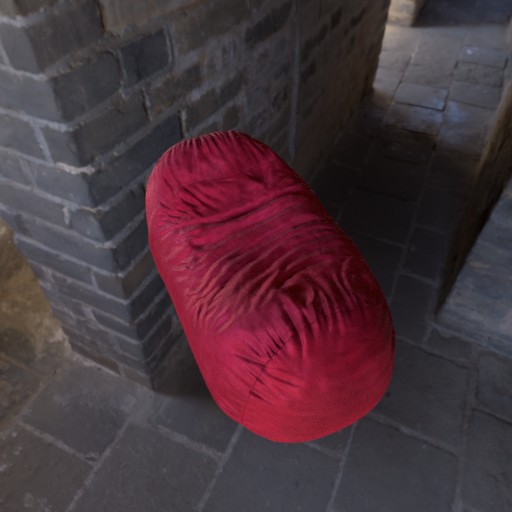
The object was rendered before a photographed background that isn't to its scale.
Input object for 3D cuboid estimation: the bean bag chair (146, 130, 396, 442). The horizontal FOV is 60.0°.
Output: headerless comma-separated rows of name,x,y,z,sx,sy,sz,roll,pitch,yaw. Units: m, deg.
bean bag chair,0.000,0.000,2.873,1.216,0.867,2.293,-17,49,-15
